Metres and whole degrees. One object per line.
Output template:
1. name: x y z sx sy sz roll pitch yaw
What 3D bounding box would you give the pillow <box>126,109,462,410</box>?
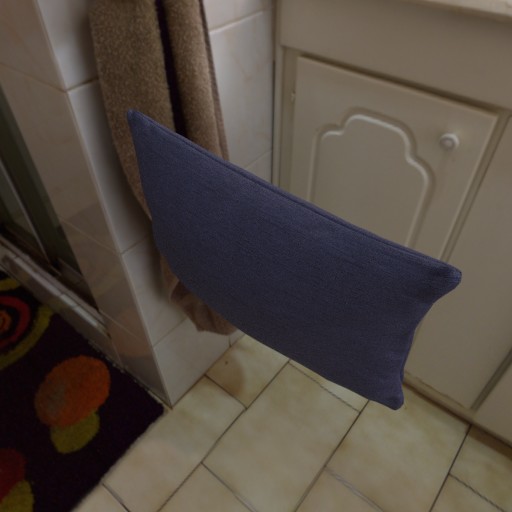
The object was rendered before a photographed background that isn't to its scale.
1. pillow: 0.000 0.000 0.775 0.633 0.338 0.210 32 53 28
